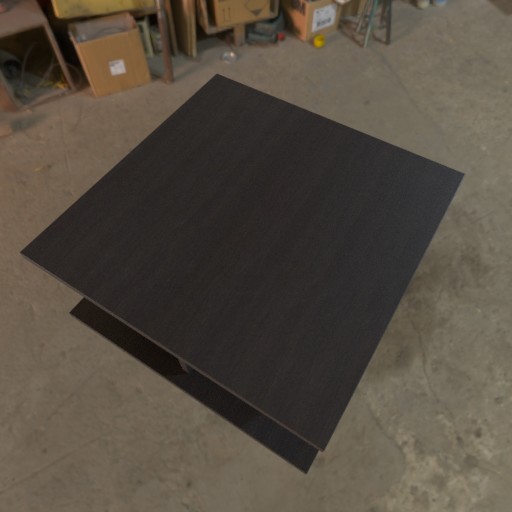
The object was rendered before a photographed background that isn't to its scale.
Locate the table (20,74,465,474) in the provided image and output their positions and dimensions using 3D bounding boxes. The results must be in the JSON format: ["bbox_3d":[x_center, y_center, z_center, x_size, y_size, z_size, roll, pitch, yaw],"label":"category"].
[{"bbox_3d":[0.000,0.000,1.214,0.762,0.396,0.762,28,61,17],"label":"table"}]
